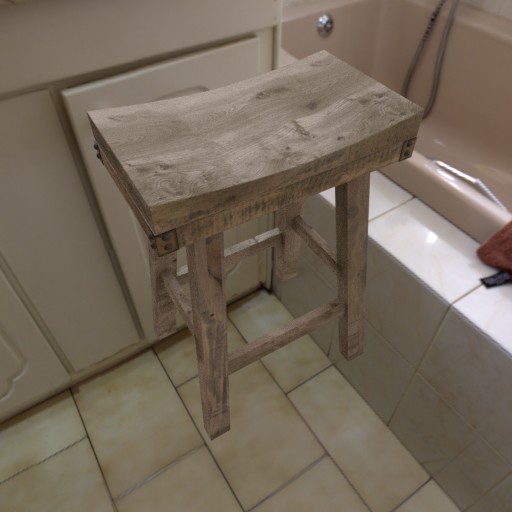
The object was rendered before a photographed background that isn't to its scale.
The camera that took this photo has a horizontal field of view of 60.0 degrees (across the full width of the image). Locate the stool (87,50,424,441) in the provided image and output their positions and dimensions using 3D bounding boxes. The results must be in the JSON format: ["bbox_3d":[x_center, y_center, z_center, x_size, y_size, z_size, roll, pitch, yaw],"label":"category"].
[{"bbox_3d":[0.000,0.000,0.894,0.450,0.635,0.330,-23,51,-20],"label":"stool"}]
